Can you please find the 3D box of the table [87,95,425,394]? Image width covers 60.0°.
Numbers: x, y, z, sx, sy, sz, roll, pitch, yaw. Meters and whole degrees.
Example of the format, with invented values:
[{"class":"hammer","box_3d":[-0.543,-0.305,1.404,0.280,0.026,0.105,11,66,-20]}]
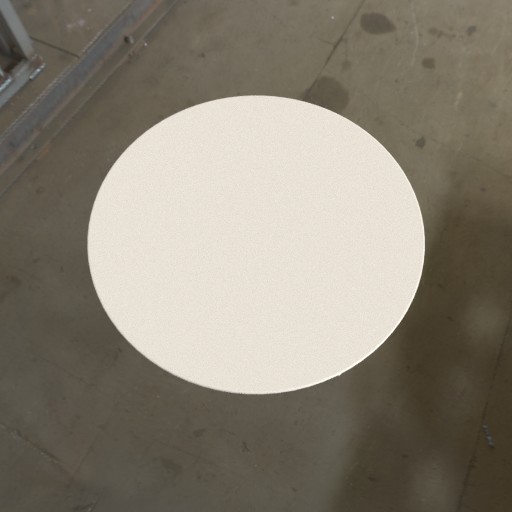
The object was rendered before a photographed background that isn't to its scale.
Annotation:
[{"class":"table","box_3d":[0.000,0.000,1.415,0.910,0.457,0.910,0,65,0]}]
